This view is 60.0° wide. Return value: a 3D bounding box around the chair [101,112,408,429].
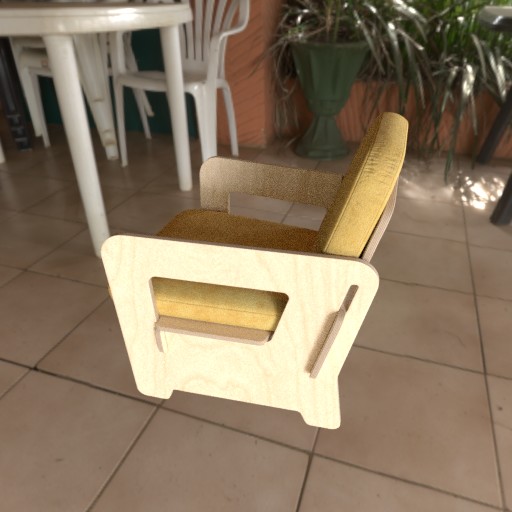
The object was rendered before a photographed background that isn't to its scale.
[{"bbox_3d":[0.000,0.000,1.280,0.710,0.800,0.590,9,32,15],"label":"chair"}]
